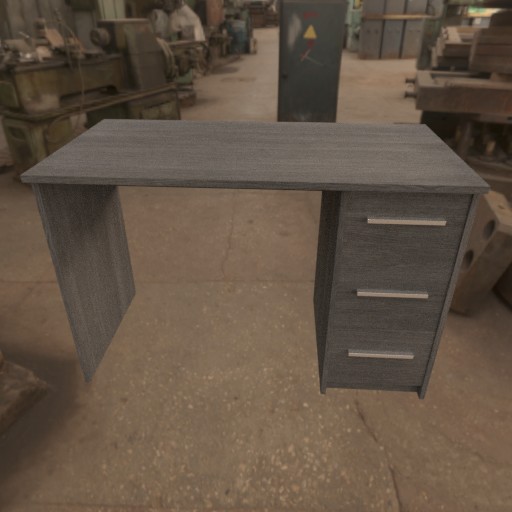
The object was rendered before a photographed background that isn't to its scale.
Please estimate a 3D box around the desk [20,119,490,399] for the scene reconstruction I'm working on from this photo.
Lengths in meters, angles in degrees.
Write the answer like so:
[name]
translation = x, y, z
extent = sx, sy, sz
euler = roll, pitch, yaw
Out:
[desk]
translation = 0.000, 0.000, 1.457
extent = 1.097, 0.735, 0.560
euler = 2, 31, 3
